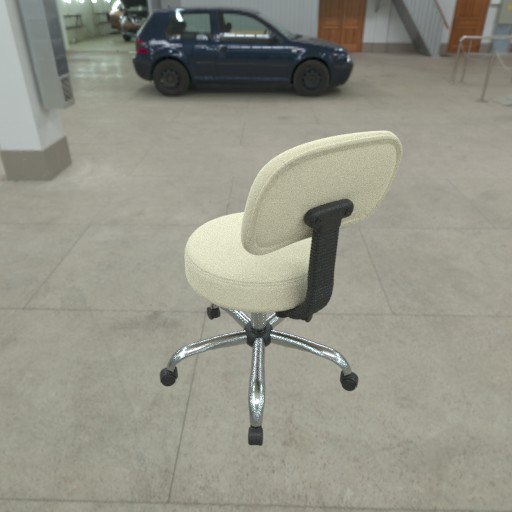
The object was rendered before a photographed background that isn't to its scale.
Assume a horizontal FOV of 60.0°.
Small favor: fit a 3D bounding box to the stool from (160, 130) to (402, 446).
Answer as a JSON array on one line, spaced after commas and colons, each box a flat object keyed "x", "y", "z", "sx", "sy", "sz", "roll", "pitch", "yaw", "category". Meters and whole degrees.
[{"x": 0.000, "y": 0.000, "z": 1.260, "sx": 0.609, "sy": 0.810, "sz": 0.616, "roll": -19, "pitch": 35, "yaw": -29, "category": "stool"}]
